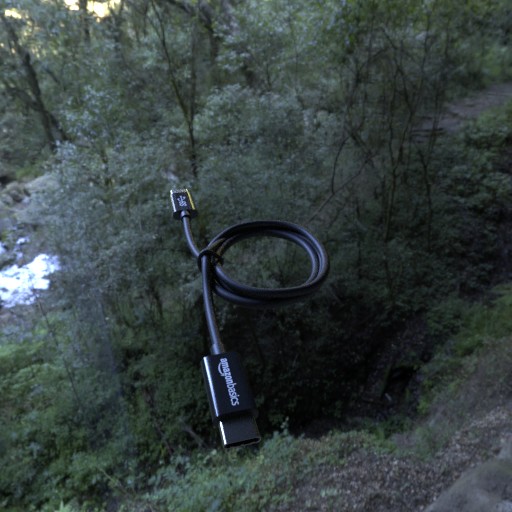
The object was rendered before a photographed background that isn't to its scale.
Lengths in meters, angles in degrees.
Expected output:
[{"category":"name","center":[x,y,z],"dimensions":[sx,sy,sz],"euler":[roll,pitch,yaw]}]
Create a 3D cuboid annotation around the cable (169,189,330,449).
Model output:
[{"category":"cable","center":[0.000,0.000,0.208],"dimensions":[0.070,0.014,0.186],"euler":[-8,33,-12]}]
